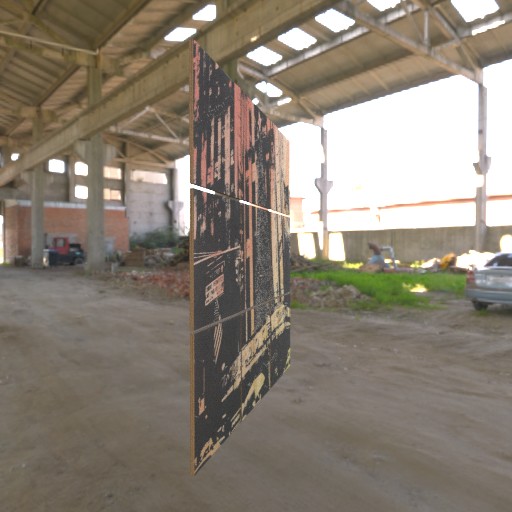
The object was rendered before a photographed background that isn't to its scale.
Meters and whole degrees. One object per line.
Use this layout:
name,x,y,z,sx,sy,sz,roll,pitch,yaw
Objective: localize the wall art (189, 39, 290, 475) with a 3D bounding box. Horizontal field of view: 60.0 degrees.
wall art,0.000,0.000,1.370,0.010,0.917,0.919,0,1,17
